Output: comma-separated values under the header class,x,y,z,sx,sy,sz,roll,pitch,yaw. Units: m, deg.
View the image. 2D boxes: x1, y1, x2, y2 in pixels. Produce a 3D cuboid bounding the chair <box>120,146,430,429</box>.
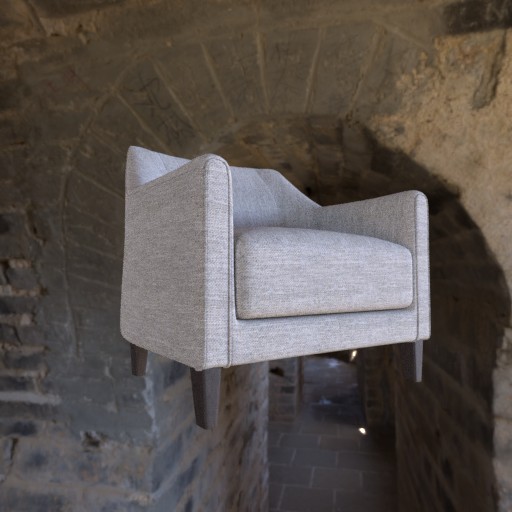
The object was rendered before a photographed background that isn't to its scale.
class,x,y,z,sx,sy,sz,roll,pitch,yaw
chair,0.000,0.000,1.422,0.796,0.761,0.758,2,-3,-35
